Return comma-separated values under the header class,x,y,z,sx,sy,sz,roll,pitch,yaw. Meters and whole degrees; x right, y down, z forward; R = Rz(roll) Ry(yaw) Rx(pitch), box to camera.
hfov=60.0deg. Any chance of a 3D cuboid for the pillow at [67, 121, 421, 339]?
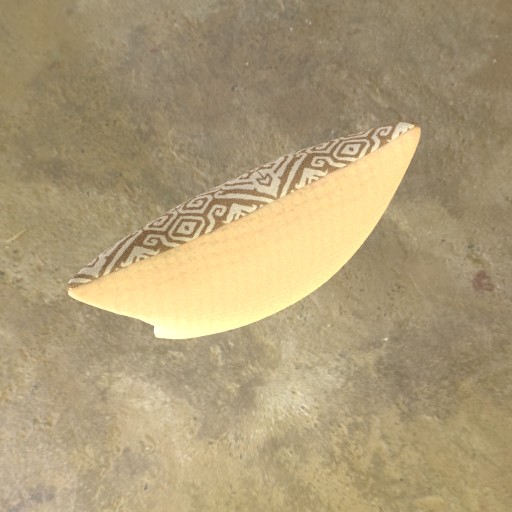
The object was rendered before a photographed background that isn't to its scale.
class,x,y,z,sx,sy,sz,roll,pitch,yaw
pillow,0.000,0.000,0.653,0.419,0.407,0.173,-26,76,-7
